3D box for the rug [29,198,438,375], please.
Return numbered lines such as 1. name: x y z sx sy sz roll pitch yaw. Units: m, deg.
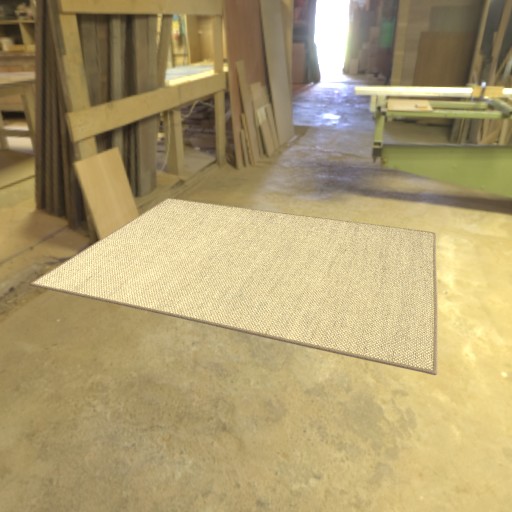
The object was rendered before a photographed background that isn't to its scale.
1. rug: 0.000 0.000 2.752 2.115 0.013 1.517 9 28 18
